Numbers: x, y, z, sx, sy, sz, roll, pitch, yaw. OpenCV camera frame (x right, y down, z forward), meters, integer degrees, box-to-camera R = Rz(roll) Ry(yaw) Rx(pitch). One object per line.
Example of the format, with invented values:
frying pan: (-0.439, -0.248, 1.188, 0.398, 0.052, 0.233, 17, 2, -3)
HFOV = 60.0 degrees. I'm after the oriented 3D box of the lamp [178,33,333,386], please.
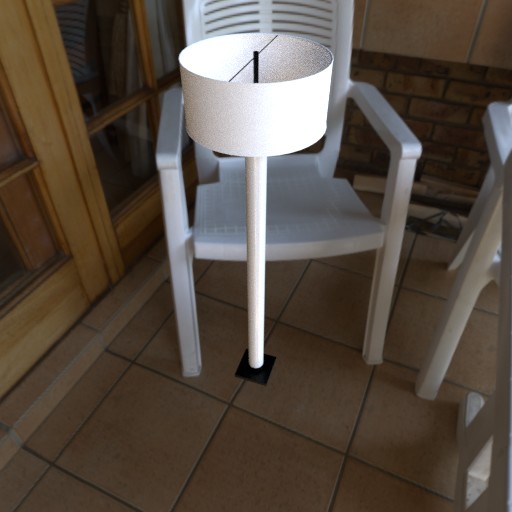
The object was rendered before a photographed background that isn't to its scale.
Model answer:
lamp: (0.000, 0.000, 1.686, 0.420, 1.475, 0.420, 13, 43, 14)
